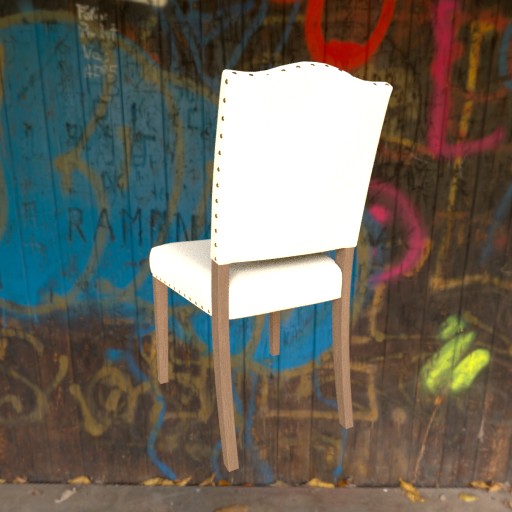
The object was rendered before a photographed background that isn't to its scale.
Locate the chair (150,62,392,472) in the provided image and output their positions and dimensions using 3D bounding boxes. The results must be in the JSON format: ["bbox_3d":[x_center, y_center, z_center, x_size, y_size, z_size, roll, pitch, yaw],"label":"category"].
[{"bbox_3d":[0.000,0.000,1.348,0.508,1.015,0.619,-7,16,-27],"label":"chair"}]
